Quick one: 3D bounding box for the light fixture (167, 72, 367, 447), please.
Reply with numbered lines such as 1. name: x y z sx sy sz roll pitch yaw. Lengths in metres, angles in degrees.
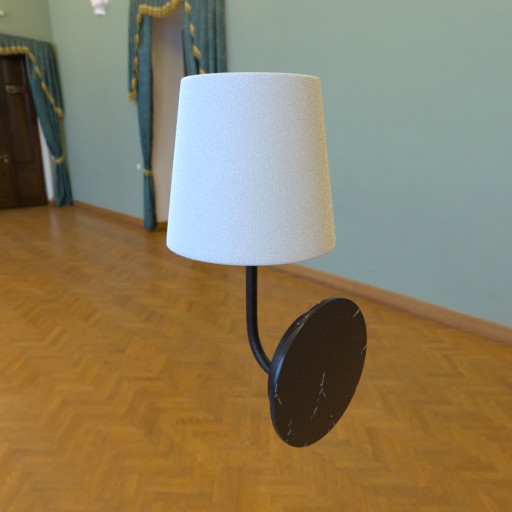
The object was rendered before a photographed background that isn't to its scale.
1. light fixture: 0.000 0.000 0.453 0.188 0.337 0.168 16 23 43
